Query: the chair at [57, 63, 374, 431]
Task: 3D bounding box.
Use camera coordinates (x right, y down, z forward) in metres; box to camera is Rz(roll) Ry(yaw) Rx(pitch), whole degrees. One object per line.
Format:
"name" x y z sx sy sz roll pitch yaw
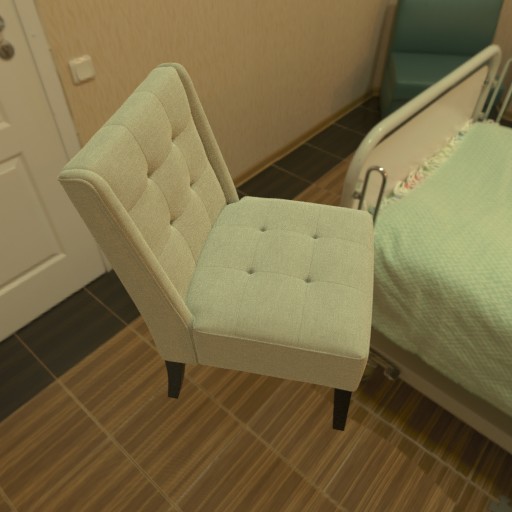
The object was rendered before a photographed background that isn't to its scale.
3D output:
"chair" 0.000 0.000 1.273 0.676 0.853 0.569 8 46 8
